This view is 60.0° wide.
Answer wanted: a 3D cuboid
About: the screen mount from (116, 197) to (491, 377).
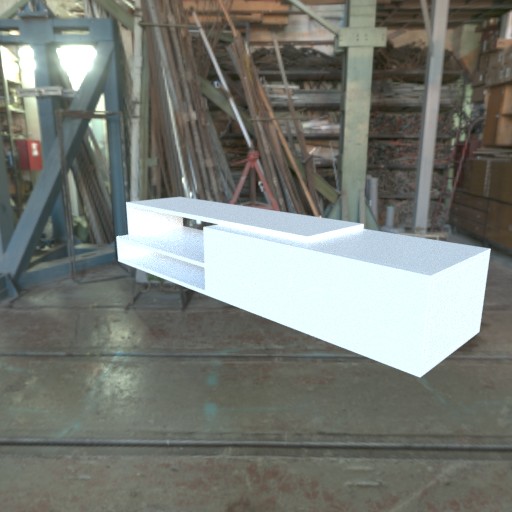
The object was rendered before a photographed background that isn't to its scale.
[{"bbox_3d":[0.000,0.000,1.867,0.420,0.320,1.680,-14,20,-43],"label":"screen mount"}]
